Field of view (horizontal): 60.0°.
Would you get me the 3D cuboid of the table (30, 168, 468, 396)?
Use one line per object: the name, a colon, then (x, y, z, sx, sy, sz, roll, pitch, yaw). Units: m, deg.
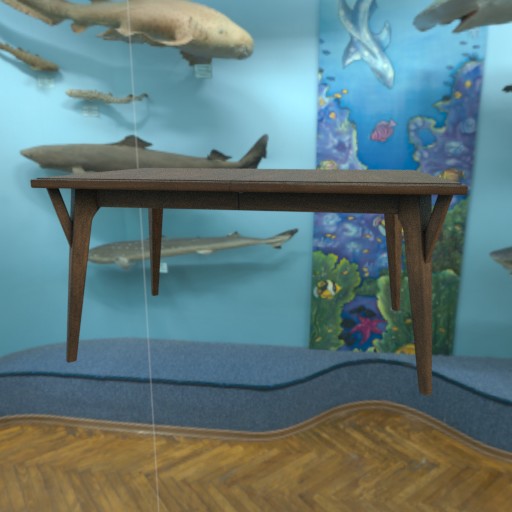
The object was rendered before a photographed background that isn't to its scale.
table: (0.000, 0.000, 2.073, 1.524, 0.761, 0.990, 2, 14, 10)
